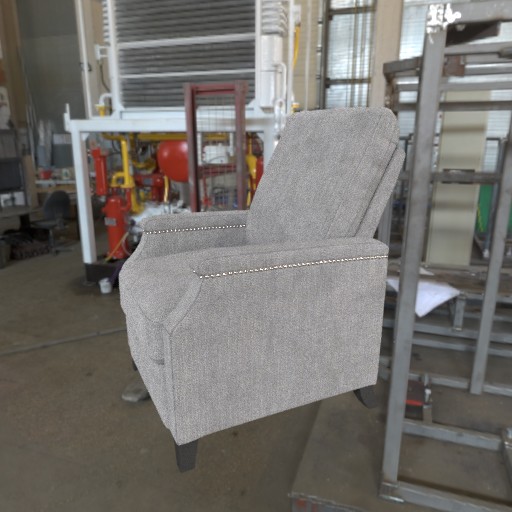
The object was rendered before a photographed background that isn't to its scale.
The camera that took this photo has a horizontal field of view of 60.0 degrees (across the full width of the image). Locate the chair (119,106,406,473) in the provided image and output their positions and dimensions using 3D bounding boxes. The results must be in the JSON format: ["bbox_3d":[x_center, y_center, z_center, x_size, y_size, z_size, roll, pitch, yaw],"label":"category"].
[{"bbox_3d":[0.000,0.000,1.630,0.922,1.049,0.710,-7,17,-25],"label":"chair"}]
